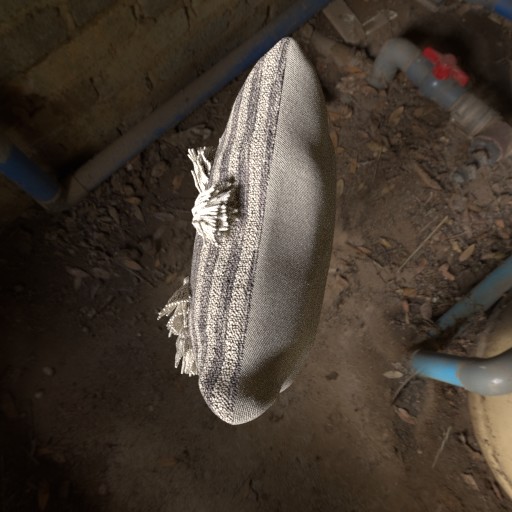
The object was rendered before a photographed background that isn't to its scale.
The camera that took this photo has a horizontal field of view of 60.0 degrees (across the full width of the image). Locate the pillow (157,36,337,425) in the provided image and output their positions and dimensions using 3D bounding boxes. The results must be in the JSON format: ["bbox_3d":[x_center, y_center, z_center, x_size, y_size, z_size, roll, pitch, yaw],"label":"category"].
[{"bbox_3d":[0.000,0.000,0.752,0.234,0.490,0.484,8,77,2],"label":"pillow"}]
